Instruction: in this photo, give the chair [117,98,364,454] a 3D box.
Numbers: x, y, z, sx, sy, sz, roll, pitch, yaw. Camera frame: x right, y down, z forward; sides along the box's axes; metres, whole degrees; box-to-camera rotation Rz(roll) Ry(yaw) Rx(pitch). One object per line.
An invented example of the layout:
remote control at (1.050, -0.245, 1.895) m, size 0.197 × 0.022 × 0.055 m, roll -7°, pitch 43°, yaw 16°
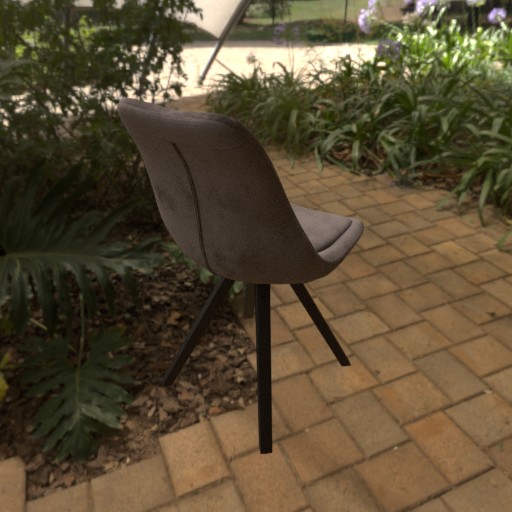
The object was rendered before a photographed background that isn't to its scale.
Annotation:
chair at (0.000, 0.000, 1.182) m, size 0.485 × 0.850 × 0.550 m, roll 21°, pitch 36°, yaw 32°
